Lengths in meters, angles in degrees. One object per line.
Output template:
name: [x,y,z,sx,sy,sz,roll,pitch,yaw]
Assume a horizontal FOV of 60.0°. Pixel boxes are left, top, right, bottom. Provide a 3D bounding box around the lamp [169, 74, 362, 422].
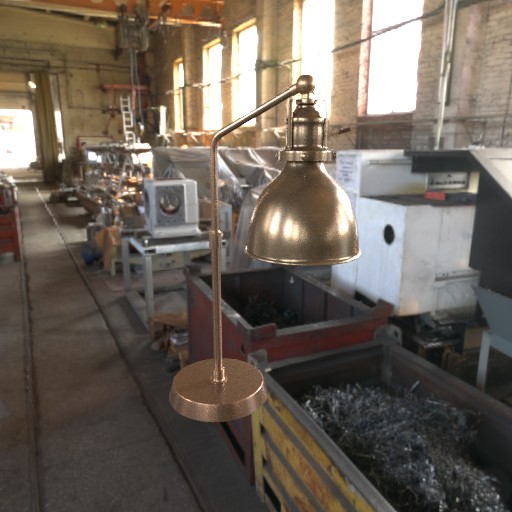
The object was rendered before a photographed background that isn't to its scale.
lamp: [0.000,0.000,0.607,0.286,0.456,0.153,8,16,28]
